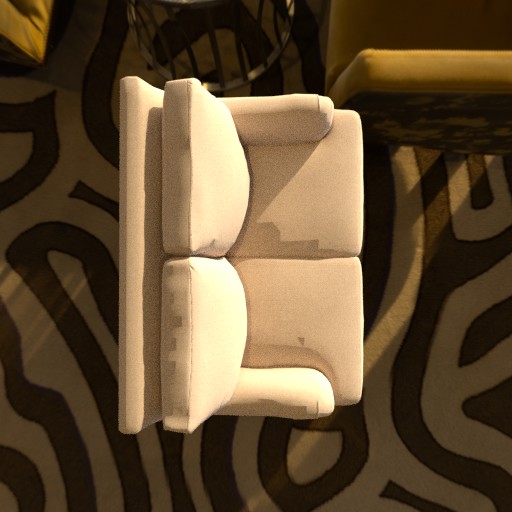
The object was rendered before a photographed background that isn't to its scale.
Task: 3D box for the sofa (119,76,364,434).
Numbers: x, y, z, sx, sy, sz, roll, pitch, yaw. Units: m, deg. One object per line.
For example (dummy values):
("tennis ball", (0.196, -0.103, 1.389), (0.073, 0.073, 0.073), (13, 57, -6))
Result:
("sofa", (0.000, 0.000, 2.213), (1.087, 1.048, 1.508), (0, 89, 0))
